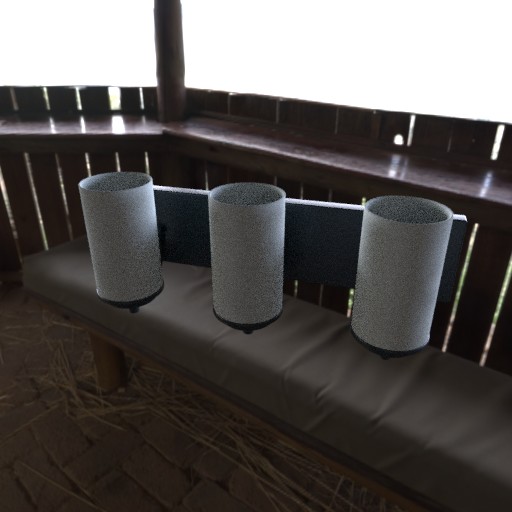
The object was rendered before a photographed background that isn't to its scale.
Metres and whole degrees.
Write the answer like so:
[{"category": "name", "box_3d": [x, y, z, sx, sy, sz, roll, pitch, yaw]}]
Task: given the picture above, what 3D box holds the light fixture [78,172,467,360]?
[{"category": "light fixture", "box_3d": [0.000, 0.000, 0.520, 0.451, 0.172, 0.145, 8, 27, 15]}]
